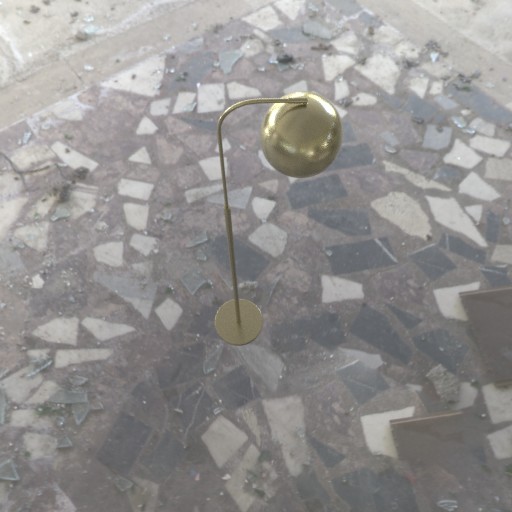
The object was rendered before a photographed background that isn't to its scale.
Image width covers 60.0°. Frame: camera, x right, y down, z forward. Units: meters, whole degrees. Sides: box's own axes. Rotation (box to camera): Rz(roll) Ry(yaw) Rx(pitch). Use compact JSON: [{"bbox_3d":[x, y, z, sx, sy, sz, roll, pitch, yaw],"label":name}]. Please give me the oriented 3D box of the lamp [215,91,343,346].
[{"bbox_3d":[0.000,0.000,1.673,0.431,1.526,0.250,-1,62,-1],"label":"lamp"}]
